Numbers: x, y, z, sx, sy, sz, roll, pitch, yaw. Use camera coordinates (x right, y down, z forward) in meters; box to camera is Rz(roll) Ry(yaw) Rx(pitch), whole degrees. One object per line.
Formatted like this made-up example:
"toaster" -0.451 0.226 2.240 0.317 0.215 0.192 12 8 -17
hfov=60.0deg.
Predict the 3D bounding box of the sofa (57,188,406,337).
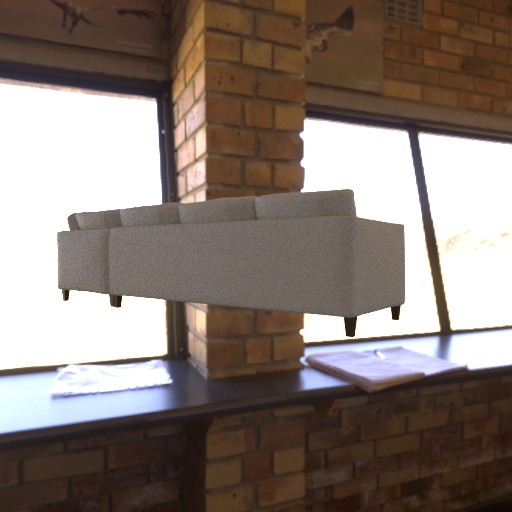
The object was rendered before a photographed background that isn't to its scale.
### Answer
"sofa" 0.000 0.000 4.565 3.333 0.934 2.522 0 1 36
